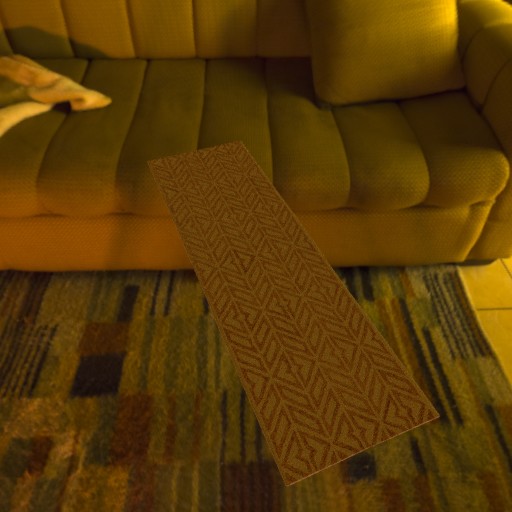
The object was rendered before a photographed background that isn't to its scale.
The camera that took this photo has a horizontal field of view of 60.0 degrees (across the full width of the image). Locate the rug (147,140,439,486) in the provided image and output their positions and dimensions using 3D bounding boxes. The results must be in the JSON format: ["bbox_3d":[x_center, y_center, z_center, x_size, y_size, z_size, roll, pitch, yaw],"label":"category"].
[{"bbox_3d":[0.000,0.000,2.637,0.750,0.009,2.435,-17,49,-15],"label":"rug"}]
